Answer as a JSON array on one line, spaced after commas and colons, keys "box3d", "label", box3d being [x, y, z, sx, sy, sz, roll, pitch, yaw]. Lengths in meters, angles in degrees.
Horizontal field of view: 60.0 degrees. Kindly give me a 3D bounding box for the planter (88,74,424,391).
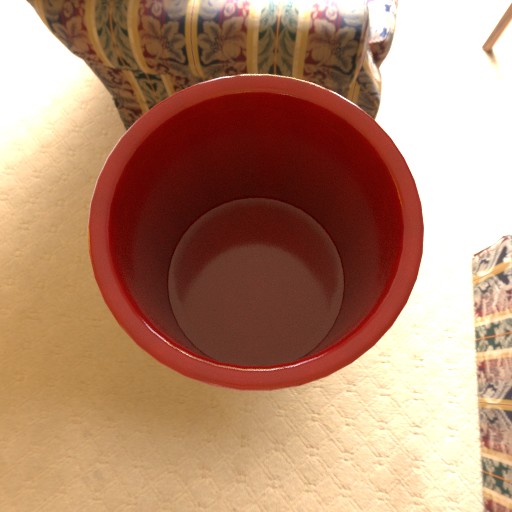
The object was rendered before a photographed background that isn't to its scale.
[{"box3d": [0.000, 0.000, 0.396, 0.230, 0.202, 0.230, 0, 74, 0], "label": "planter"}]
